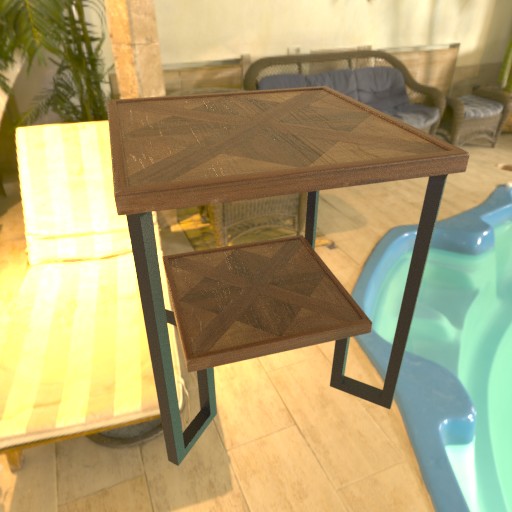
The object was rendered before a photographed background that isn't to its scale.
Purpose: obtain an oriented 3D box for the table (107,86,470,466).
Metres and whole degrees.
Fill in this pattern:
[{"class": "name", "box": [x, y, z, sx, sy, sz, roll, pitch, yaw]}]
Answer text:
[{"class": "table", "box": [0.000, 0.000, 0.937, 0.503, 0.563, 0.503, -9, 33, -14]}]
